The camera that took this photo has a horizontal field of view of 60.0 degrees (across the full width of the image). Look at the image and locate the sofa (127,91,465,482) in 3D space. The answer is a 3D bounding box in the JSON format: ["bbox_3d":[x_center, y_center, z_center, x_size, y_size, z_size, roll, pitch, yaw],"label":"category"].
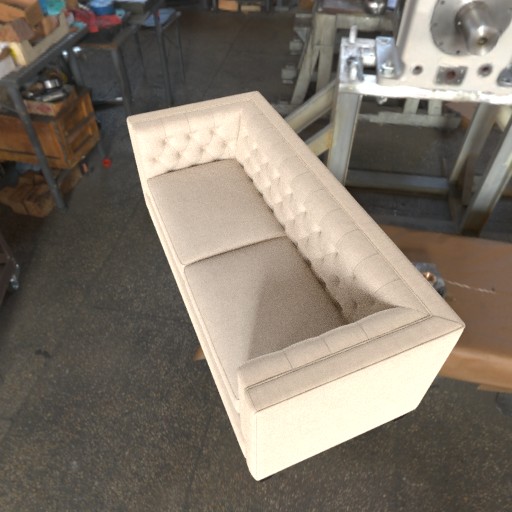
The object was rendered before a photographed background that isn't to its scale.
[{"bbox_3d":[0.000,0.000,2.191,0.775,0.762,1.778,-17,49,-15],"label":"sofa"}]
